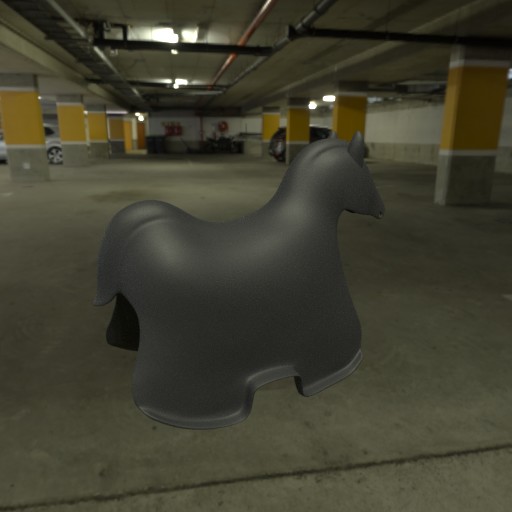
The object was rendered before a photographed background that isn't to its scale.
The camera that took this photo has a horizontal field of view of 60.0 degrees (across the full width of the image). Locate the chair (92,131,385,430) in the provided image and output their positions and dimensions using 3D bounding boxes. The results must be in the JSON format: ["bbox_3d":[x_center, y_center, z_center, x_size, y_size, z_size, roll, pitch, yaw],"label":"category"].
[{"bbox_3d":[0.000,0.000,1.123,0.800,0.612,0.429,-8,17,-27],"label":"chair"}]
